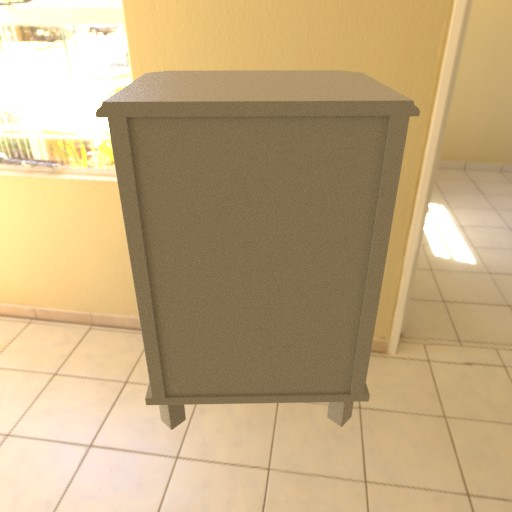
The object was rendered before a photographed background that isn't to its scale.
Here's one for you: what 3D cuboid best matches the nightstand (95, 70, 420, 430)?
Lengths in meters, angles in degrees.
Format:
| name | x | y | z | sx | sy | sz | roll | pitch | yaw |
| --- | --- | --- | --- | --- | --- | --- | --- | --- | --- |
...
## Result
| name | x | y | z | sx | sy | sz | roll | pitch | yaw |
| --- | --- | --- | --- | --- | --- | --- | --- | --- | --- |
| nightstand | 0.000 | 0.000 | 0.924 | 0.450 | 0.680 | 0.350 | -1 | 29 | -1 |
